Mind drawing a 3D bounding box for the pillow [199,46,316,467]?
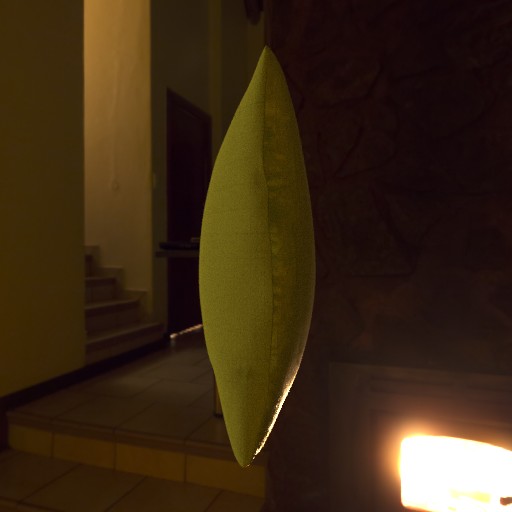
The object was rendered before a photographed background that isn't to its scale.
[{"bbox_3d":[0.000,0.000,0.715,0.175,0.464,0.470,0,1,-1],"label":"pillow"}]
